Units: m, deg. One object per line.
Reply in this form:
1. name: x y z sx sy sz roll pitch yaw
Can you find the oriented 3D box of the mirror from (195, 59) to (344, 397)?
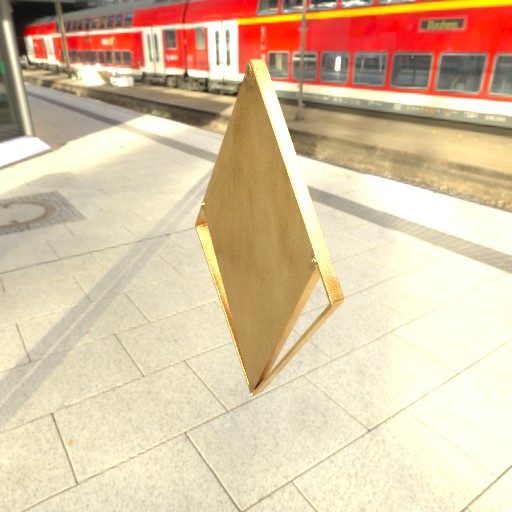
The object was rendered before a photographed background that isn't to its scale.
1. mirror: 0.000 0.000 0.837 0.032 0.679 0.419 -18 31 -33
